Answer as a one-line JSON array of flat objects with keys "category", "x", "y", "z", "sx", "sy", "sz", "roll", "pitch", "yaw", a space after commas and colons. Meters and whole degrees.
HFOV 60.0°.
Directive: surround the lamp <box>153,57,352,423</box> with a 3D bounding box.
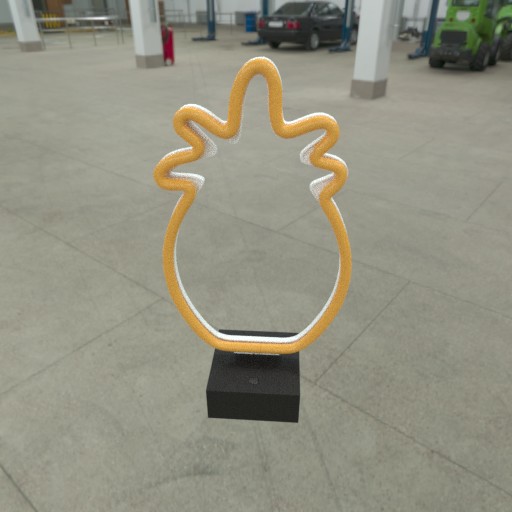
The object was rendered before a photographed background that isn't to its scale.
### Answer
[{"category": "lamp", "x": 0.000, "y": 0.000, "z": 0.387, "sx": 0.167, "sy": 0.317, "sz": 0.088, "roll": 2, "pitch": 30, "yaw": 3}]
